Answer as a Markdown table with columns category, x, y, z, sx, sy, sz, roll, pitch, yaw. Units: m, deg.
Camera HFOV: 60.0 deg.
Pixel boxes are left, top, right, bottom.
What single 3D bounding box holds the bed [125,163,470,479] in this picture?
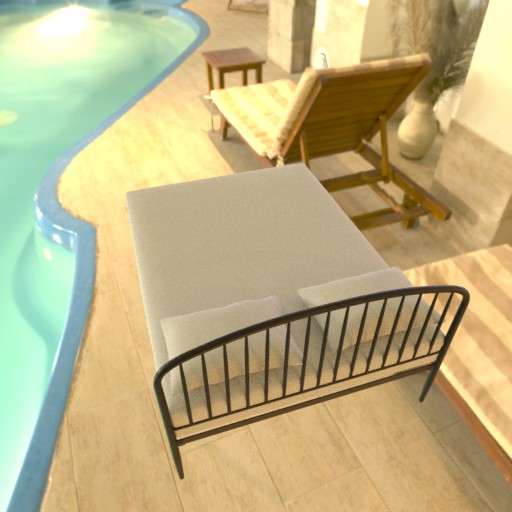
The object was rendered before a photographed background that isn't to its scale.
| category | x | y | z | sx | sy | sz | roll | pitch | yaw |
| --- | --- | --- | --- | --- | --- | --- | --- | --- | --- |
| bed | 0.000 | 0.000 | 3.086 | 1.618 | 1.166 | 2.159 | -12 | 42 | -14 |
